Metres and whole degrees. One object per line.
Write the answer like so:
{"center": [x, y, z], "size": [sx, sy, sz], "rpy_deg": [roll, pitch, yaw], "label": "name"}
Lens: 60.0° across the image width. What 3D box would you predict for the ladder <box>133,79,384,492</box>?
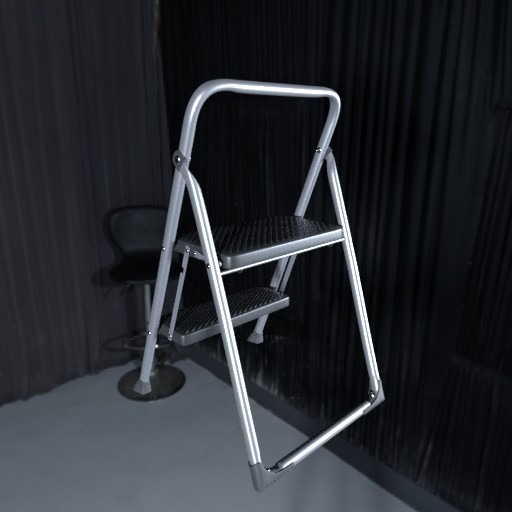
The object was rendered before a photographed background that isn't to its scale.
{"center": [0.000, 0.000, 0.999], "size": [0.430, 0.720, 0.472], "rpy_deg": [-15, 22, -41], "label": "ladder"}
